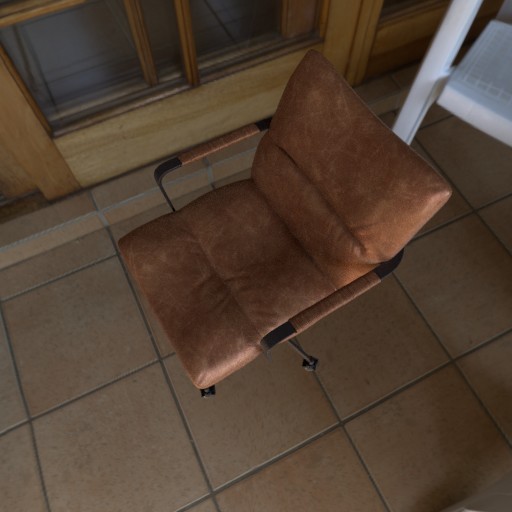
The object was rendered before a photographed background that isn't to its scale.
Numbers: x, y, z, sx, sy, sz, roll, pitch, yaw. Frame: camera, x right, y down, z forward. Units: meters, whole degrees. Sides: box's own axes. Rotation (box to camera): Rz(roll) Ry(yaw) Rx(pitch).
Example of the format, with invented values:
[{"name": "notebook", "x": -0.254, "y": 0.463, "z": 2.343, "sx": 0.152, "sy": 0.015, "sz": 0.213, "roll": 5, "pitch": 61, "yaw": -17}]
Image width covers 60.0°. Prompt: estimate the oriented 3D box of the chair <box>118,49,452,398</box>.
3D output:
[{"name": "chair", "x": 0.000, "y": 0.000, "z": 1.448, "sx": 0.754, "sy": 0.922, "sz": 0.727, "roll": -29, "pitch": 68, "yaw": -13}]
